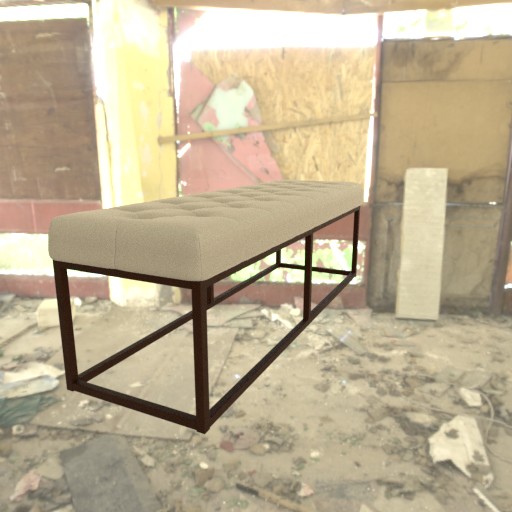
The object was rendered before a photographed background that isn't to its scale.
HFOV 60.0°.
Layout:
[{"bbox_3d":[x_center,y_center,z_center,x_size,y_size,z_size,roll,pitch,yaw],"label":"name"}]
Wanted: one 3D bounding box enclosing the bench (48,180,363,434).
[{"bbox_3d":[0.000,0.000,1.705,0.479,0.488,1.488,7,15,25],"label":"bench"}]
